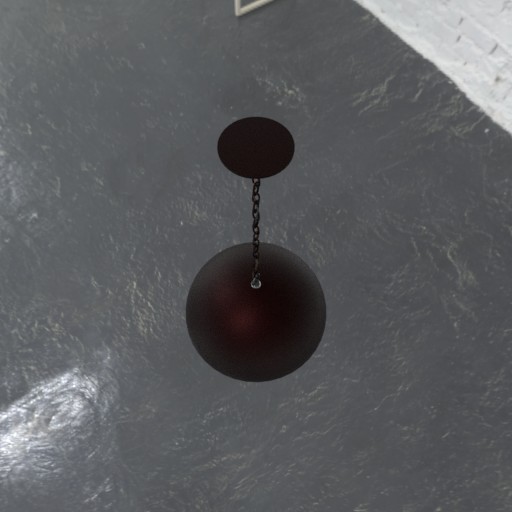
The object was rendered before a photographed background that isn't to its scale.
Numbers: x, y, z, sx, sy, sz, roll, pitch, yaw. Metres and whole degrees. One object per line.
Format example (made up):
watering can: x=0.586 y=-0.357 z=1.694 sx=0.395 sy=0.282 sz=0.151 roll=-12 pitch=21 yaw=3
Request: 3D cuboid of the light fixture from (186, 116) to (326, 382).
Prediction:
light fixture: x=0.000 y=0.000 z=1.178 sx=0.492 sy=0.869 sz=0.492 roll=31 pitch=67 yaw=15
